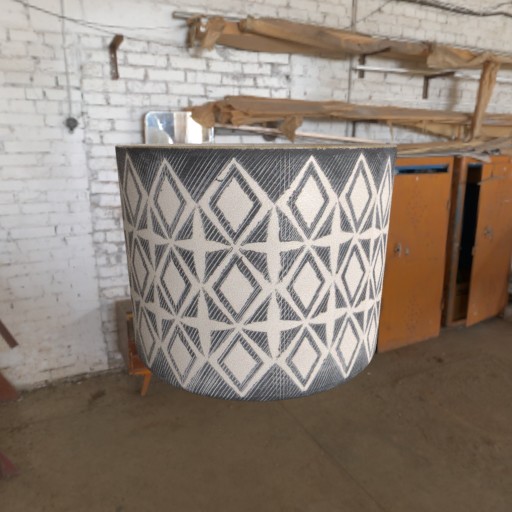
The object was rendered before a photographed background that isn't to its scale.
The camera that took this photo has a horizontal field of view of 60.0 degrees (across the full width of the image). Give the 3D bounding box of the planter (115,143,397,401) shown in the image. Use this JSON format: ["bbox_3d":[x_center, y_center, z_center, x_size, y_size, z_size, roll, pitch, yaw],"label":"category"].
[{"bbox_3d":[0.000,0.000,0.337,0.192,0.165,0.192,0,15,0],"label":"planter"}]
